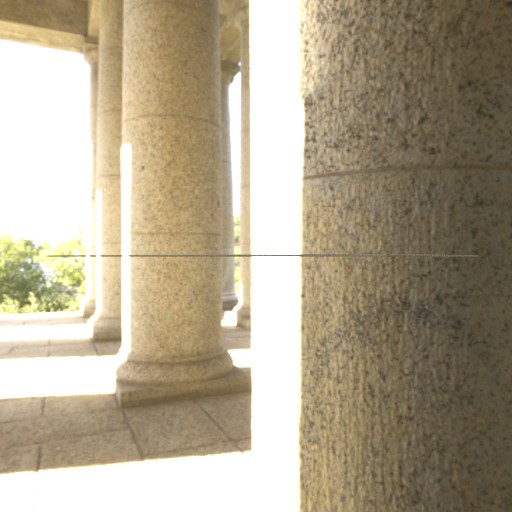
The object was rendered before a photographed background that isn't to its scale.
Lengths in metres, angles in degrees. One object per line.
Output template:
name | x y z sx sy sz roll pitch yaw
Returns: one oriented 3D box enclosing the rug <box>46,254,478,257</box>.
rug | 0.000 0.000 2.247 1.828 0.007 1.220 0 0 37
